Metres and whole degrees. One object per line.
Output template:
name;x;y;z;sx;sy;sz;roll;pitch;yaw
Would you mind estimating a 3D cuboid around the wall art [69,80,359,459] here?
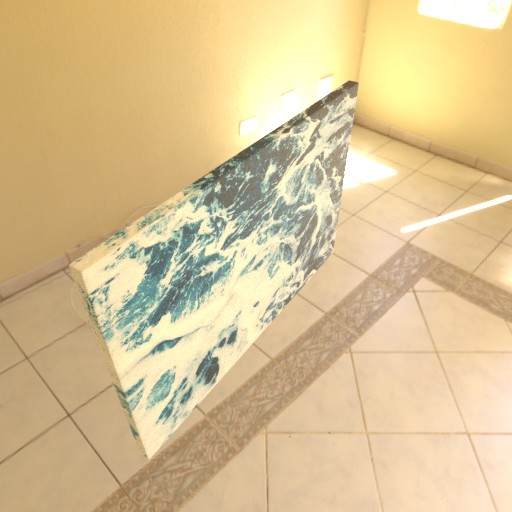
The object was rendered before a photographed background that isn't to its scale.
wall art;0.000;0.000;1.875;0.055;1.017;1.524;25;47;26
